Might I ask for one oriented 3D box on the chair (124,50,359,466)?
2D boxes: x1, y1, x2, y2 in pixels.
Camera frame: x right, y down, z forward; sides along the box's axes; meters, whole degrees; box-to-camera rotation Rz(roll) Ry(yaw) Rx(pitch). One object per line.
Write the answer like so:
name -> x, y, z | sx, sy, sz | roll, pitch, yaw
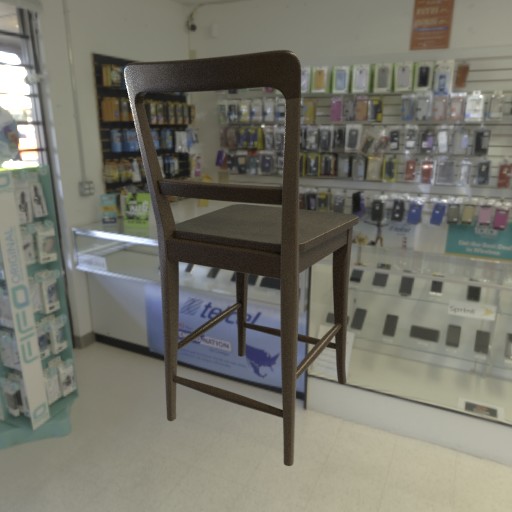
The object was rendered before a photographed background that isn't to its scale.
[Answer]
chair -> 0.000, 0.000, 1.267 | 0.450, 0.991, 0.546 | 9, 18, 27
